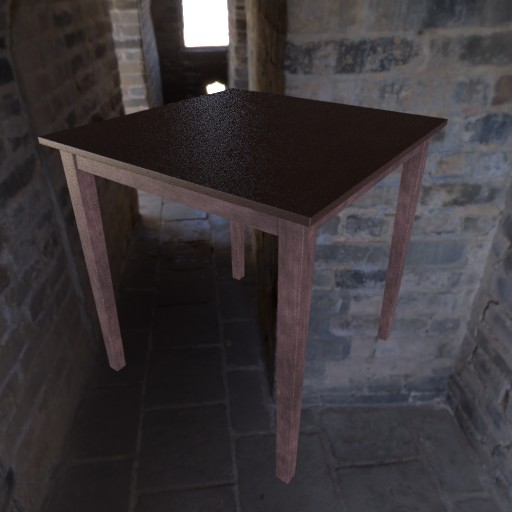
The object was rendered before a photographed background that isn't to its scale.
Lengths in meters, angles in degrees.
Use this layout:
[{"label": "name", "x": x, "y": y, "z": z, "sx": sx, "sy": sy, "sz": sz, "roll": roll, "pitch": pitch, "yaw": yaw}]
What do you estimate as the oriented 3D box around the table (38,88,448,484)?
[{"label": "table", "x": 0.000, "y": 0.000, "z": 1.333, "sx": 0.749, "sy": 0.770, "sz": 0.749, "roll": 20, "pitch": 37, "yaw": 30}]
